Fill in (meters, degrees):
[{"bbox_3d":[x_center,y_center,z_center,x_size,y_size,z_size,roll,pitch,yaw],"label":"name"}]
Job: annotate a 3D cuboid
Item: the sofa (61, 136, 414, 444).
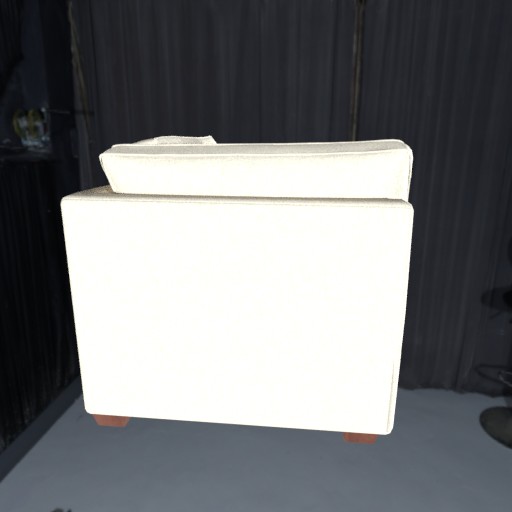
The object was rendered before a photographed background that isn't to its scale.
[{"bbox_3d":[0.000,0.000,1.916,1.084,1.002,1.146,2,16,7],"label":"sofa"}]
